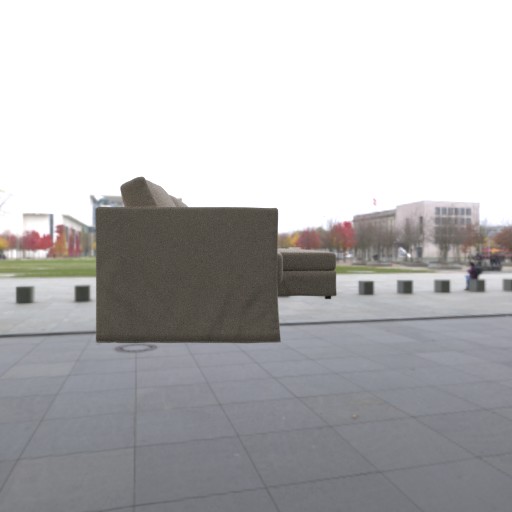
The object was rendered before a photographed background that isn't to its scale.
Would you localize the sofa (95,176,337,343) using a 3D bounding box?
[{"bbox_3d":[0.000,0.000,3.802,1.622,0.867,3.177,0,0,0],"label":"sofa"}]
